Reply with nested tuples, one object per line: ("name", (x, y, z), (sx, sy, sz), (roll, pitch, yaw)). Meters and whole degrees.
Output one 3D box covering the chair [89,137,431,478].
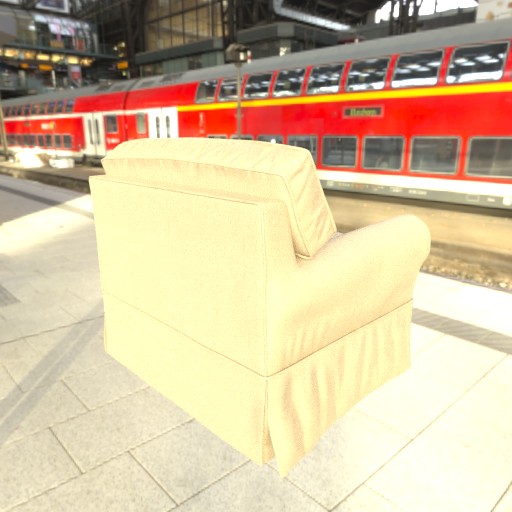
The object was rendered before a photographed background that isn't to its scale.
("chair", (0.000, 0.000, 1.802), (0.903, 0.937, 1.096), (-15, 22, -42))
